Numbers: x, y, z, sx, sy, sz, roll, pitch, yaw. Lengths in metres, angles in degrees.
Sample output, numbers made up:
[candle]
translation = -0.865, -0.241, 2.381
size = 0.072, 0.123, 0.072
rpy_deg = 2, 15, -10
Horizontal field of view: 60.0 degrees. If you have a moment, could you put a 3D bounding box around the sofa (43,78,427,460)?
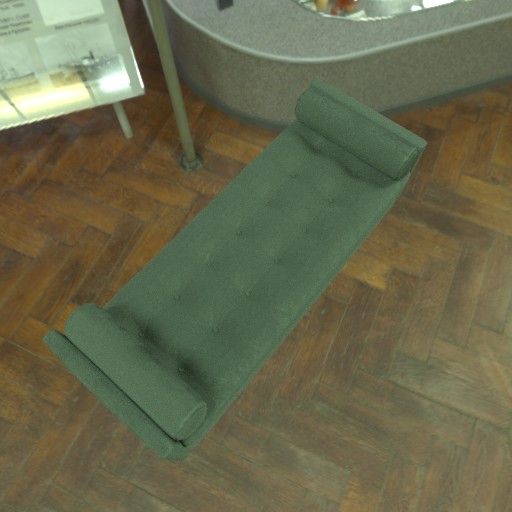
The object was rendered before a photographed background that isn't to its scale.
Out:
[sofa]
translation = 0.000, 0.000, 2.477
size = 0.796, 0.705, 2.102
rpy_deg = 37, 70, 16
